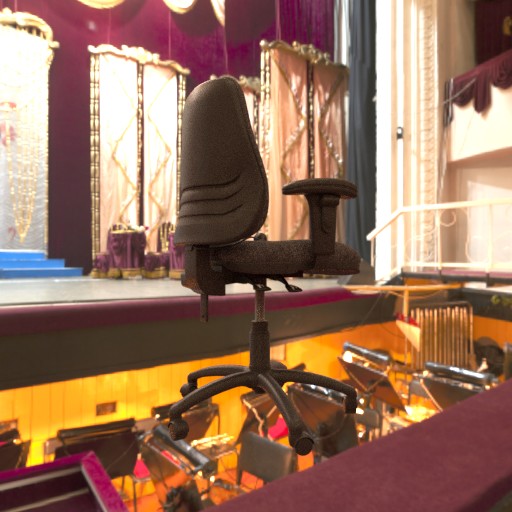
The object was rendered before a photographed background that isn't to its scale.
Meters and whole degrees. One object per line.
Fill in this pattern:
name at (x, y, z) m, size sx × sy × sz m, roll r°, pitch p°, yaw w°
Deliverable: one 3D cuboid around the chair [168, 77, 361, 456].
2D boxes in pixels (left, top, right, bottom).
chair at (0.000, 0.000, 1.255) m, size 0.530 × 0.910 × 0.550 m, roll 0°, pitch 0°, yaw -36°
